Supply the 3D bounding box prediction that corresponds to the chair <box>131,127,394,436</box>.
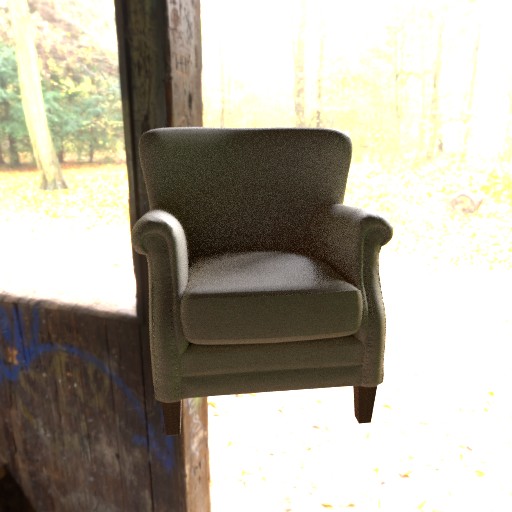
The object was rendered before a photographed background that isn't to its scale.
[{"bbox_3d":[0.000,0.000,1.663,0.861,0.936,0.921,-2,16,-7],"label":"chair"}]
